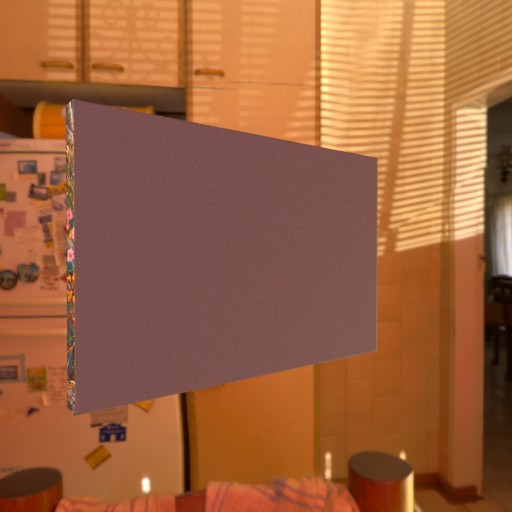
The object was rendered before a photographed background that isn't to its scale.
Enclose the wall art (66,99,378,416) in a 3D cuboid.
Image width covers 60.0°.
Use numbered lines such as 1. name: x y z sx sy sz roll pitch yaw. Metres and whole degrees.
1. wall art: 0.000 0.000 0.765 0.610 0.406 0.037 -1 1 -37
